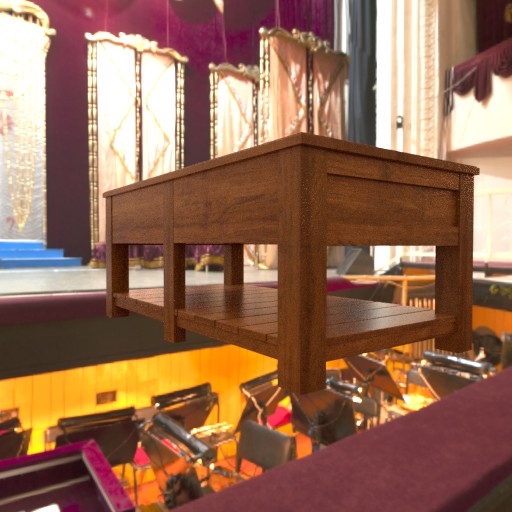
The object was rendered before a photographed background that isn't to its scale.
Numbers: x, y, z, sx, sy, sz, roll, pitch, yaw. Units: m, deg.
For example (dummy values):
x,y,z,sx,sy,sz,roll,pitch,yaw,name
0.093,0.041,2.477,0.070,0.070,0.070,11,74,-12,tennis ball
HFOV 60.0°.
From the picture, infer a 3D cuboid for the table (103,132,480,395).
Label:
x,y,z,sx,sy,sz,roll,pitch,yaw,name
0.000,0.000,1.446,0.635,0.480,1.150,-1,2,-36,table
